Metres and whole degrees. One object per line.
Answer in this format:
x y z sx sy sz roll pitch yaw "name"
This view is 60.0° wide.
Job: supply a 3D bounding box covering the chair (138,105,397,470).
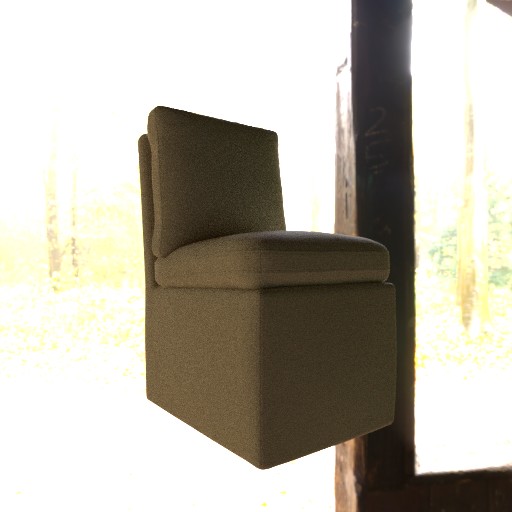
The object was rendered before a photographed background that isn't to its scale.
0.000 0.000 1.340 0.503 0.927 0.698 0 0 -37 "chair"
